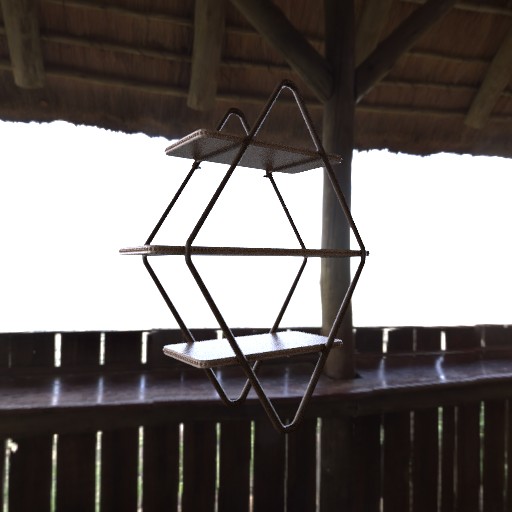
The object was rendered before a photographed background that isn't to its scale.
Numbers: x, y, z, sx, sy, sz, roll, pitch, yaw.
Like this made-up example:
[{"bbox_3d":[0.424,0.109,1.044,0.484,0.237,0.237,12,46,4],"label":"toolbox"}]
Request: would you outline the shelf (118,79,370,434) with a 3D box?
[{"bbox_3d":[0.000,0.000,1.055,0.609,0.774,0.234,1,-1,-35],"label":"shelf"}]
